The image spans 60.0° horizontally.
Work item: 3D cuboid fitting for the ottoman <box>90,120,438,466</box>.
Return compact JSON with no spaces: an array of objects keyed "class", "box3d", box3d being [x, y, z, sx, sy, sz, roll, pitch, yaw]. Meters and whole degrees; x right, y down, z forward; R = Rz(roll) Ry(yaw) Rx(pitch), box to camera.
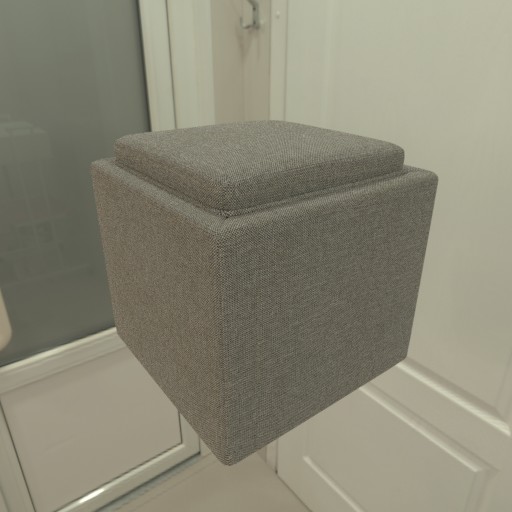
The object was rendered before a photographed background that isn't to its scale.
[{"class":"ottoman","box3d":[0.000,0.000,0.855,0.450,0.460,0.450,-18,30,-33]}]
